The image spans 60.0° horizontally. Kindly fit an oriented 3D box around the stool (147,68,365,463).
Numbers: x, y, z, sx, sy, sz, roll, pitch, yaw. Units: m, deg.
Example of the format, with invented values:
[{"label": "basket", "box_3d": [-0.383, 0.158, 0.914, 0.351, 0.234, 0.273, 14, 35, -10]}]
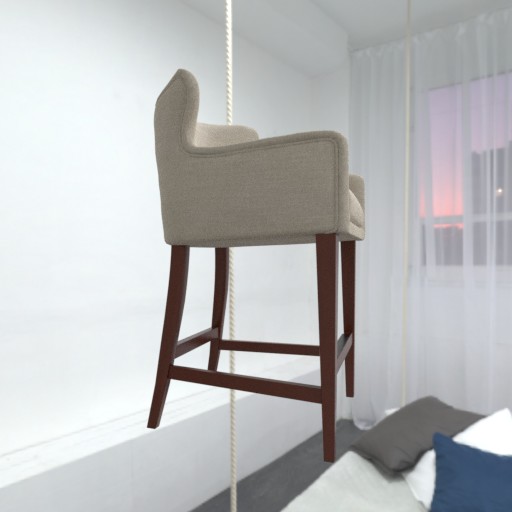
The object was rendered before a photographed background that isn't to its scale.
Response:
[{"label": "stool", "box_3d": [0.000, 0.000, 1.400, 0.637, 0.987, 0.615, 0, 0, 17]}]
